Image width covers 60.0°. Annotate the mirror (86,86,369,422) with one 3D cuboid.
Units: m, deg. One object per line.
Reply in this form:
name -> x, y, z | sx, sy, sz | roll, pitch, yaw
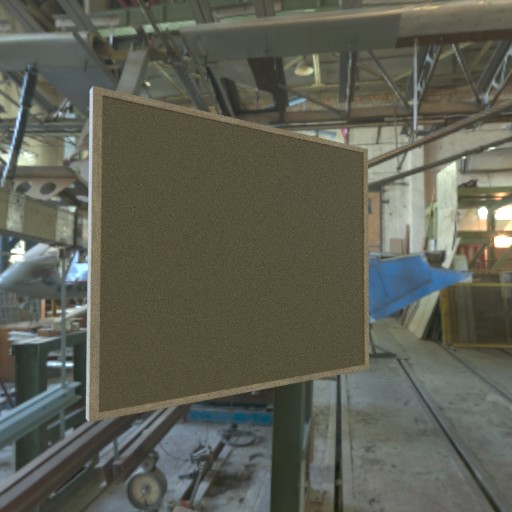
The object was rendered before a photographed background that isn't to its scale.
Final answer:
mirror -> 0.000, 0.000, 1.153 | 0.839, 0.689, 0.028 | 1, -2, -35
